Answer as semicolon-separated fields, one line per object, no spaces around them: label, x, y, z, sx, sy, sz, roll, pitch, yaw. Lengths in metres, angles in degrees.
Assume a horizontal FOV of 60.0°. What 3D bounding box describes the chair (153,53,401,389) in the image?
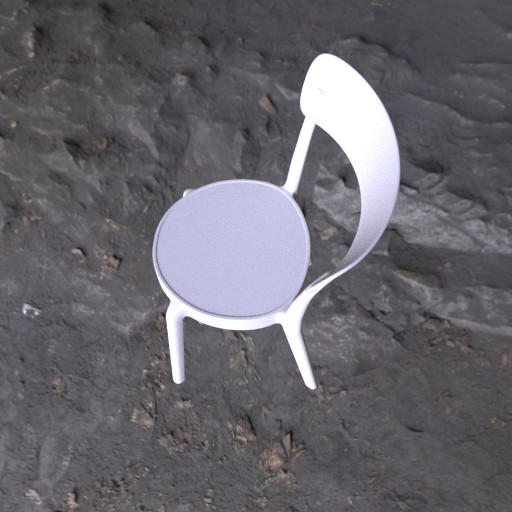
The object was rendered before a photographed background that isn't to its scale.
chair;0.000;0.000;1.103;0.491;0.790;0.506;2;60;1
